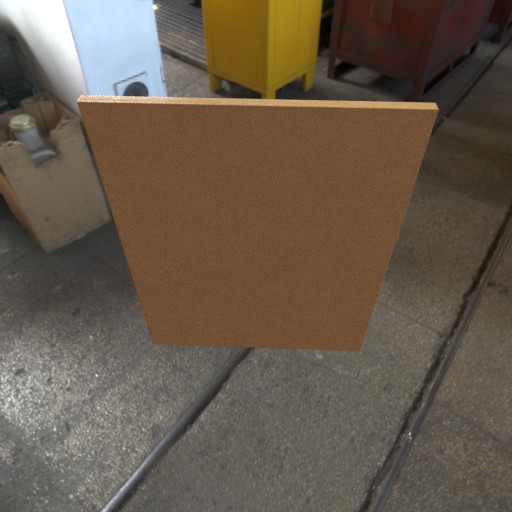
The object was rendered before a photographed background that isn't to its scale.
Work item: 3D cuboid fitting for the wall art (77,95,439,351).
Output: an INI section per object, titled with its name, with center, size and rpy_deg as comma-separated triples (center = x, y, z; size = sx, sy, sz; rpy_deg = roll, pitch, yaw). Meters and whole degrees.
[wall art]
center = 0.000, 0.000, 1.353
size = 0.798, 1.002, 0.030
rpy_deg = 2, 47, 2
